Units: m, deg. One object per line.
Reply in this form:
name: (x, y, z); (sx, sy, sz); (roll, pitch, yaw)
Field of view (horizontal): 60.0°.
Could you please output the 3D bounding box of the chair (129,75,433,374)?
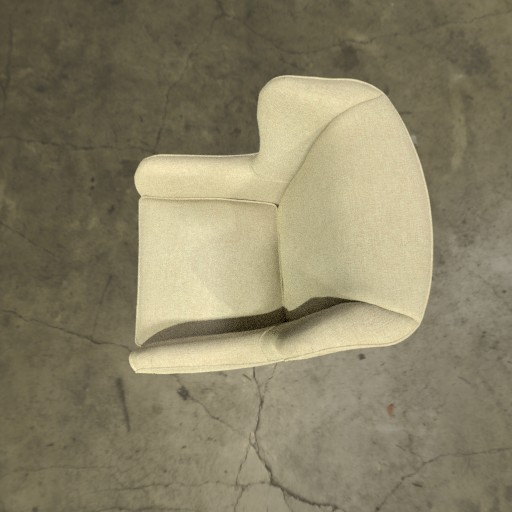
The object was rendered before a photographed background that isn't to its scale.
chair: (0.000, 0.000, 1.695); (0.966, 1.040, 0.838); (-3, 73, -1)
